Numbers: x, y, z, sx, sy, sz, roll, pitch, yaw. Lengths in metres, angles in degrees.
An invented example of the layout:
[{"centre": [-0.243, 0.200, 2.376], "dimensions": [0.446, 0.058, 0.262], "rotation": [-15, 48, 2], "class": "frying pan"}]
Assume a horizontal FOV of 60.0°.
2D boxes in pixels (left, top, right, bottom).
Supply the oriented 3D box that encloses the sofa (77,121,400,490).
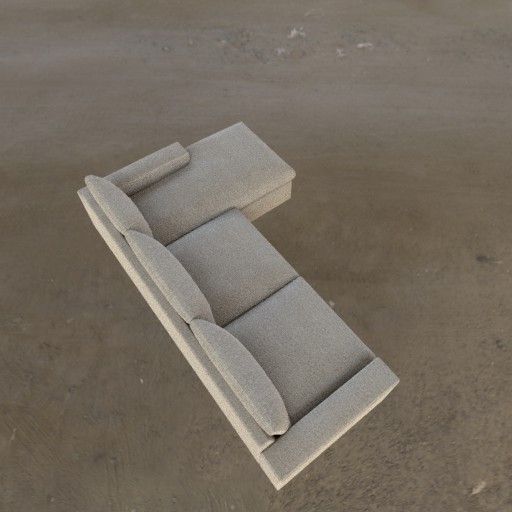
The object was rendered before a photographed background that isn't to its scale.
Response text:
[{"centre": [0.000, 0.000, 3.452], "dimensions": [1.689, 0.813, 2.718], "rotation": [-32, 63, -19], "class": "sofa"}]
